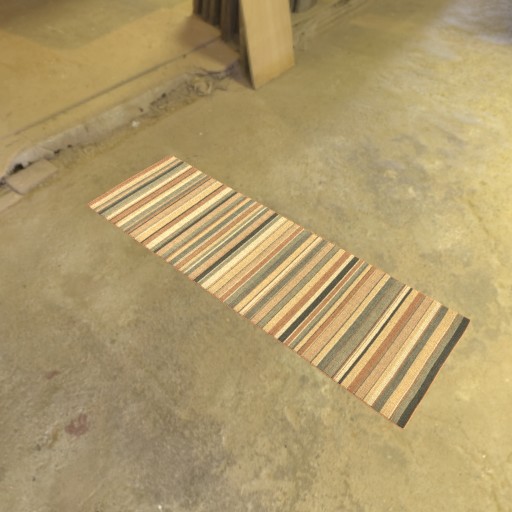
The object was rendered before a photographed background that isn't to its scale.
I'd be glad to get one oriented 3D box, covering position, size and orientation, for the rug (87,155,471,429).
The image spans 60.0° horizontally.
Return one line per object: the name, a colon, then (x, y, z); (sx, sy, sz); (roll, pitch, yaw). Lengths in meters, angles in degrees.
rug: (0.000, 0.000, 2.771); (2.444, 0.010, 0.799); (32, 55, 26)
